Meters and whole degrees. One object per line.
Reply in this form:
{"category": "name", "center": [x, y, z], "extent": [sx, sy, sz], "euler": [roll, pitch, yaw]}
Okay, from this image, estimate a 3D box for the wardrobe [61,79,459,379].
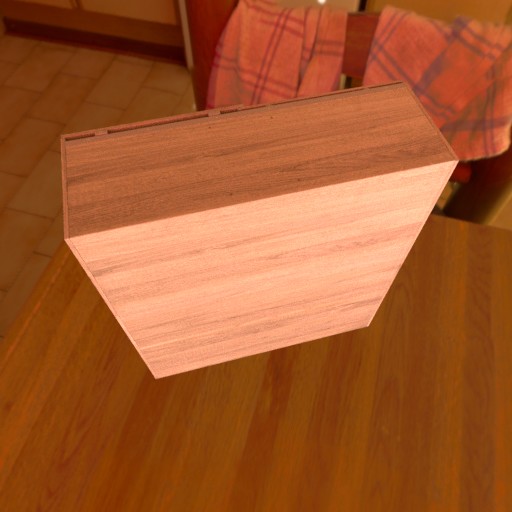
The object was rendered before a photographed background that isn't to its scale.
{"category": "wardrobe", "center": [0.000, 0.000, 2.917], "extent": [1.780, 1.960, 0.629], "euler": [-12, 59, -8]}
